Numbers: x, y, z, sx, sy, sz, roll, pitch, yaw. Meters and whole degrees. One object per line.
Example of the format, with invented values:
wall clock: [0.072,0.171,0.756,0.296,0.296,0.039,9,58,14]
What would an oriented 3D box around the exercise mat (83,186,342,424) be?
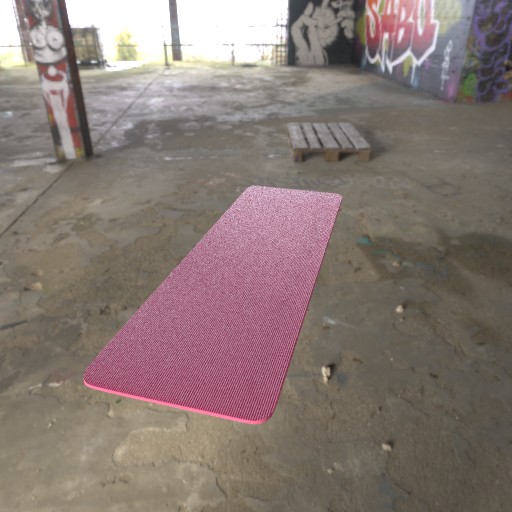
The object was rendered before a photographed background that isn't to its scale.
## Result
exercise mat: [0.000,0.000,2.087,0.616,0.021,1.884,8,29,14]
